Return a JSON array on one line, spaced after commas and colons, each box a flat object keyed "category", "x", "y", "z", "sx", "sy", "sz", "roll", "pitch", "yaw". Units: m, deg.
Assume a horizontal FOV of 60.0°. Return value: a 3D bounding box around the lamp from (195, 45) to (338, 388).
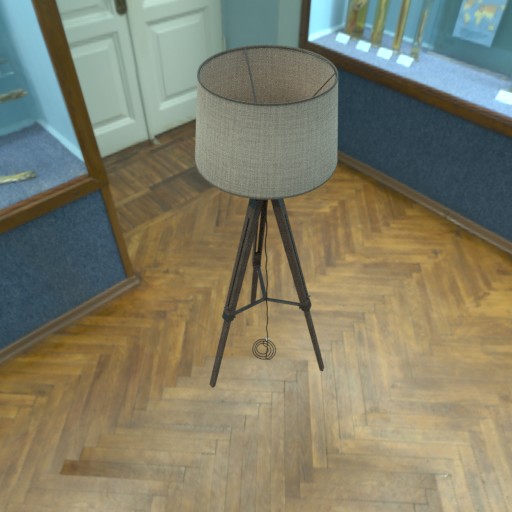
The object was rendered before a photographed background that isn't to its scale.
[{"category": "lamp", "x": 0.000, "y": 0.000, "z": 1.843, "sx": 0.587, "sy": 1.510, "sz": 0.604, "roll": -31, "pitch": 53, "yaw": -27}]
